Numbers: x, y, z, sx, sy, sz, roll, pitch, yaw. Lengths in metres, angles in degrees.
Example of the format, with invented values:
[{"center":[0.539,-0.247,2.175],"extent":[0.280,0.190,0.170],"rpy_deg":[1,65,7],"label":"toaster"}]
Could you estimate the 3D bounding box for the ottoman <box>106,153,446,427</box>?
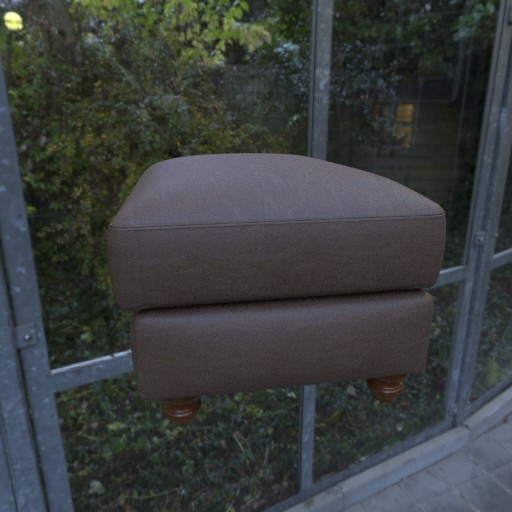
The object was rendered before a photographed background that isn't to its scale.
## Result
[{"center":[0.000,0.000,1.163],"extent":[0.635,0.508,0.787],"rpy_deg":[-3,17,-10],"label":"ottoman"}]
